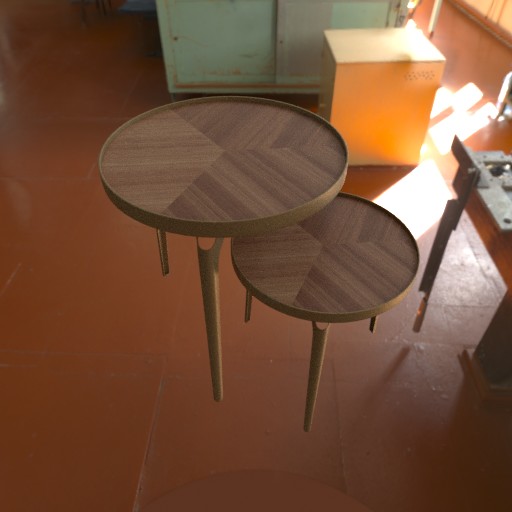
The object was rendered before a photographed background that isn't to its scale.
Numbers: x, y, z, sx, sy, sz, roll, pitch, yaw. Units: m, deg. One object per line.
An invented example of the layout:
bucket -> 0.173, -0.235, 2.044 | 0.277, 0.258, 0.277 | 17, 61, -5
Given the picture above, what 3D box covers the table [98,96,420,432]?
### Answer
table -> 0.000, 0.000, 1.111 | 0.751, 0.555, 0.532 | 26, 49, 26
